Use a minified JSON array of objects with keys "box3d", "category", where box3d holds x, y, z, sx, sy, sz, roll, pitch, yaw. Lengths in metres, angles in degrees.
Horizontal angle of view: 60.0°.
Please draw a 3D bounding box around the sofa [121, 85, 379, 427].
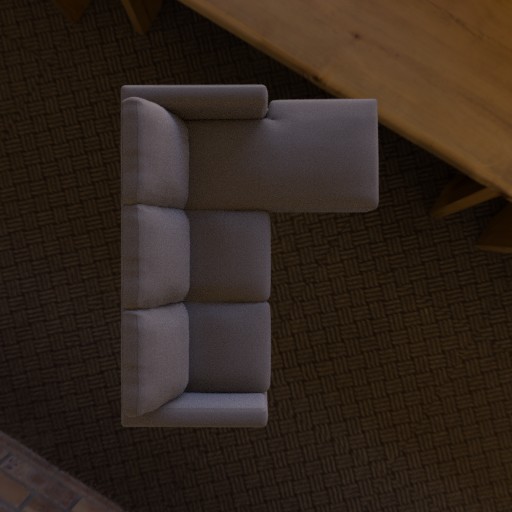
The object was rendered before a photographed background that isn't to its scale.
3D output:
[{"box3d":[0.000,0.000,2.856,1.591,0.897,2.031,0,90,1],"category":"sofa"}]
